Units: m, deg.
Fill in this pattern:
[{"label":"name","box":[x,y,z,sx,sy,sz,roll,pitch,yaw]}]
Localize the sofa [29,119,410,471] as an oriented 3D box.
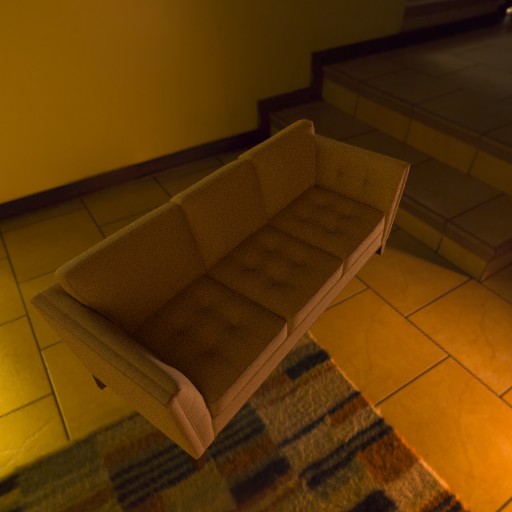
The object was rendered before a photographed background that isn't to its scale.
[{"label":"sofa","box":[0.000,0.000,2.835,0.965,0.940,2.388,26,47,27]}]
